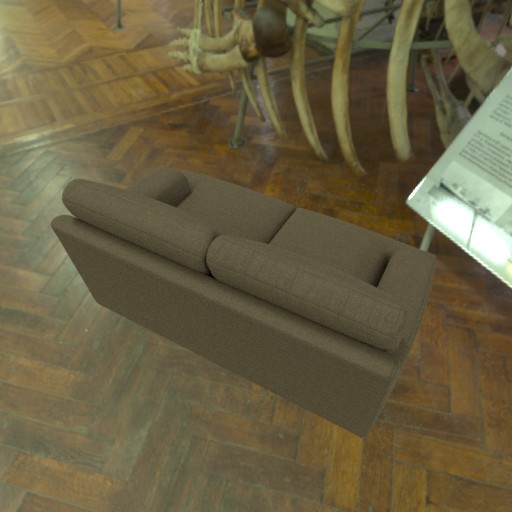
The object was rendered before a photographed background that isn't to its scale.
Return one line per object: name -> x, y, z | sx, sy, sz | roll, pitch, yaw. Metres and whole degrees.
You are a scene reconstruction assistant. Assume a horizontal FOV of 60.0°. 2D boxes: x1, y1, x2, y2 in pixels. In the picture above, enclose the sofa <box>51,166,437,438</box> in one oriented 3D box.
sofa -> 0.000, 0.000, 2.506 | 1.869, 0.950, 1.140 | 22, 50, 20
